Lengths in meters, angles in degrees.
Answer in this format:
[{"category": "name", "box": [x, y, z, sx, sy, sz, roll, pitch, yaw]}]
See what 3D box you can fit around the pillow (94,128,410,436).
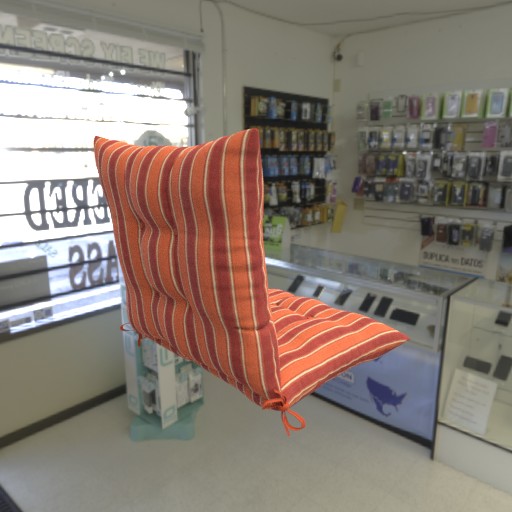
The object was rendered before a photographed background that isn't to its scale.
[{"category": "pillow", "box": [0.000, 0.000, 1.020, 0.585, 0.536, 0.541, -13, 18, -43]}]
